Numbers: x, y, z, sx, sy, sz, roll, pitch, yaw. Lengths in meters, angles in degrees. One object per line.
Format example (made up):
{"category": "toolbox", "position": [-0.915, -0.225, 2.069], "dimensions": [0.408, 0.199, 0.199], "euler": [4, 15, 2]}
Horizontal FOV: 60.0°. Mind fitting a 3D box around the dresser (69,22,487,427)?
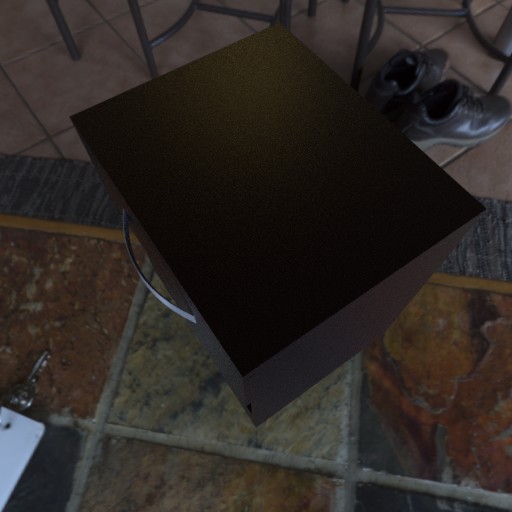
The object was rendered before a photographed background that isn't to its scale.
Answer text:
{"category": "dresser", "position": [0.000, 0.000, 0.739], "dimensions": [0.360, 0.470, 0.400], "euler": [-31, 67, -15]}
